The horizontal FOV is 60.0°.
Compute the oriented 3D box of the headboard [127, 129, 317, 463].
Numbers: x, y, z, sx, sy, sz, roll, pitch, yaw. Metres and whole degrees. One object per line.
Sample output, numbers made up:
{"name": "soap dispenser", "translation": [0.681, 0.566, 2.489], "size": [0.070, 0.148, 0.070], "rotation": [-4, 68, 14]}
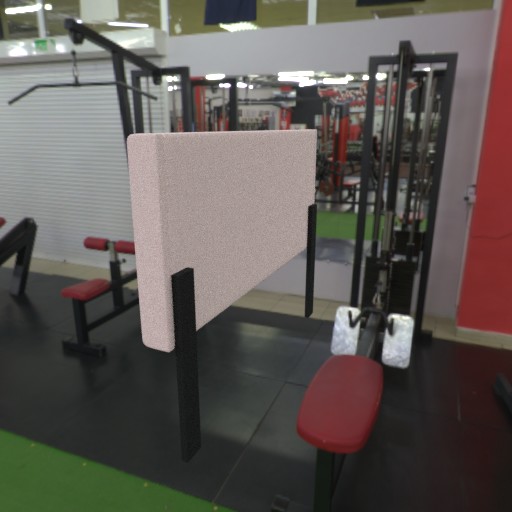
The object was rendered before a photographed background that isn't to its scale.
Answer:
{"name": "headboard", "translation": [0.000, 0.000, 2.803], "size": [0.184, 1.524, 2.051], "rotation": [7, 18, 24]}
